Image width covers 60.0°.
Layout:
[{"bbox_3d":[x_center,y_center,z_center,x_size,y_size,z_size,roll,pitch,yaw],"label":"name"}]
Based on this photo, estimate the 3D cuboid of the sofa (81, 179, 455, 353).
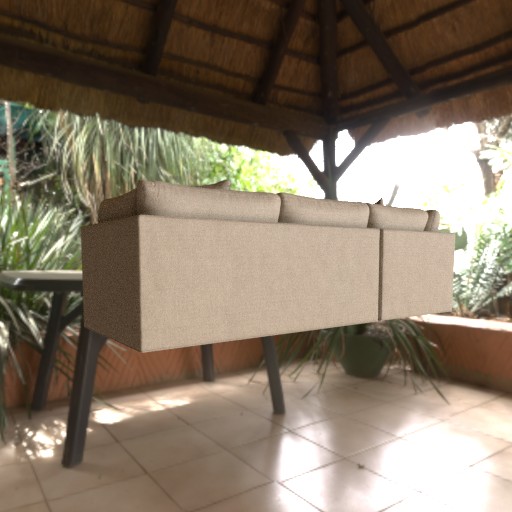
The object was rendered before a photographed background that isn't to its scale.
[{"bbox_3d":[0.000,0.000,3.830,2.896,0.978,1.994,0,0,-36],"label":"sofa"}]
